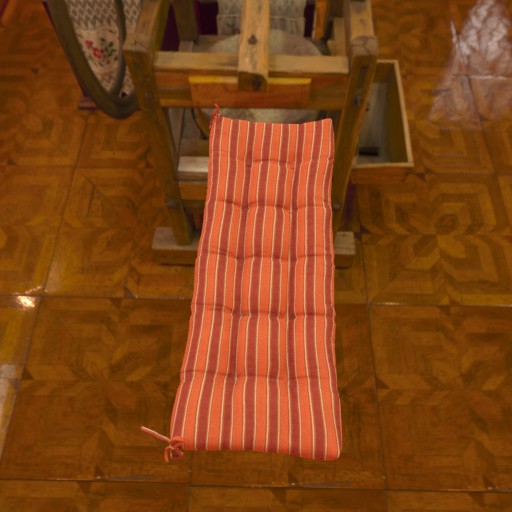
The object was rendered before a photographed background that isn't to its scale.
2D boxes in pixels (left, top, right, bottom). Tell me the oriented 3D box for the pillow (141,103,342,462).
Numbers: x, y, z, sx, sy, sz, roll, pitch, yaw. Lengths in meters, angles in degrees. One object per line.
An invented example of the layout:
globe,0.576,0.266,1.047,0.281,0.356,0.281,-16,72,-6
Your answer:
pillow,0.000,0.000,1.386,0.511,0.174,1.194,3,63,2
